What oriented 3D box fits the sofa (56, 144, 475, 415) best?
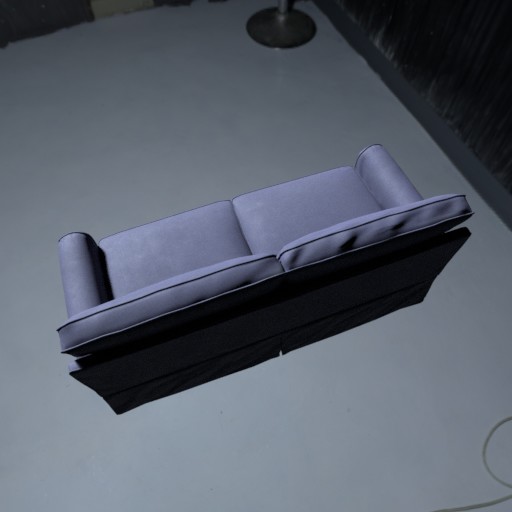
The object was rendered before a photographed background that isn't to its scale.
[{"bbox_3d":[0.000,0.000,2.736,2.256,1.094,0.983,-18,61,-10],"label":"sofa"}]
